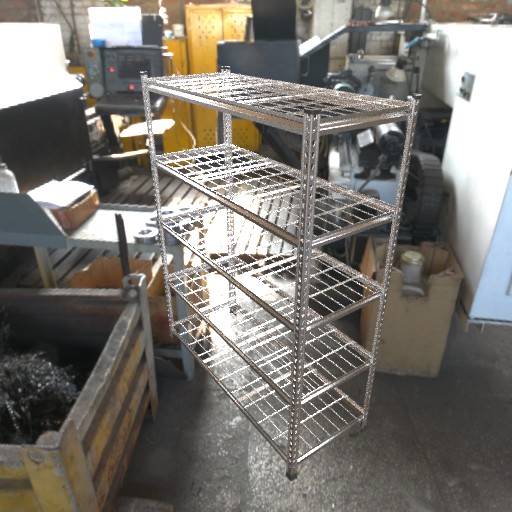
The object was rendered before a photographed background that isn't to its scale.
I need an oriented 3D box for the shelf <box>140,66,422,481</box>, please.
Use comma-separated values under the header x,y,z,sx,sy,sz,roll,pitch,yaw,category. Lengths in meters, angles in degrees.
x,y,z,sx,sy,sz,roll,pitch,yaw,category
0.000,0.000,2.686,0.610,1.981,1.524,-18,33,-31,shelf
